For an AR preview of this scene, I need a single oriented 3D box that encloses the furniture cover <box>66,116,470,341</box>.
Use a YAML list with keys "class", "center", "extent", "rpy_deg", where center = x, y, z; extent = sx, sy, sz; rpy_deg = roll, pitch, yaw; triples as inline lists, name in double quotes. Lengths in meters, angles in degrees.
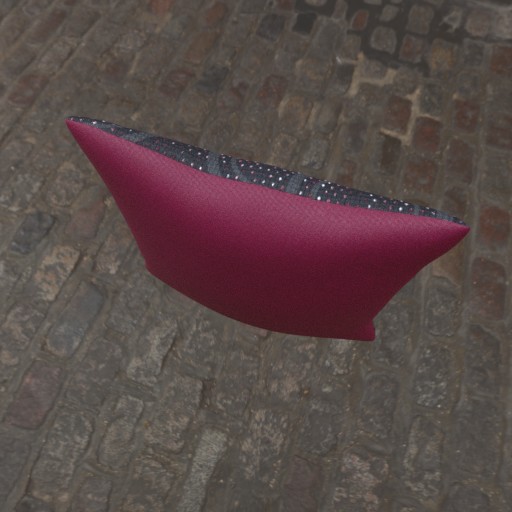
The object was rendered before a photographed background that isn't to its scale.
- class: "furniture cover"
  center: [0.000, 0.000, 0.795]
  extent: [0.552, 0.509, 0.193]
  rpy_deg: [17, 66, 8]
